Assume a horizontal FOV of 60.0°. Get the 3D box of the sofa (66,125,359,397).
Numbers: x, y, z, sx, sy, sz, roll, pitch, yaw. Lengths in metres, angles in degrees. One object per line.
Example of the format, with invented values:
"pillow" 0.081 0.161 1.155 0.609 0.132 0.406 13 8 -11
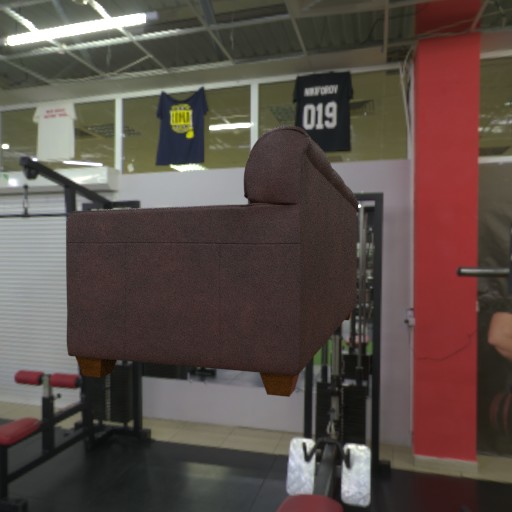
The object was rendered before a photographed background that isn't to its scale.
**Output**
"sofa" 0.000 0.000 2.550 1.008 0.953 2.039 0 0 18
